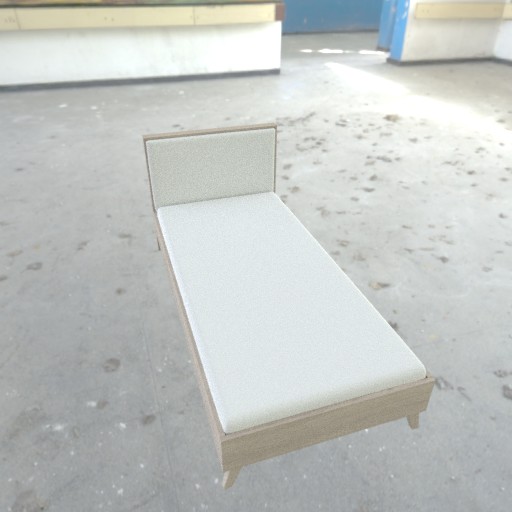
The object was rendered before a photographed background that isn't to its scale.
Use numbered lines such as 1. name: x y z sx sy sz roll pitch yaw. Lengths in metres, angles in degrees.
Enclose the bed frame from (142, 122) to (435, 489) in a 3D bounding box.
1. bed frame: 0.000 0.000 2.650 0.990 0.920 2.140 -10 34 -15
